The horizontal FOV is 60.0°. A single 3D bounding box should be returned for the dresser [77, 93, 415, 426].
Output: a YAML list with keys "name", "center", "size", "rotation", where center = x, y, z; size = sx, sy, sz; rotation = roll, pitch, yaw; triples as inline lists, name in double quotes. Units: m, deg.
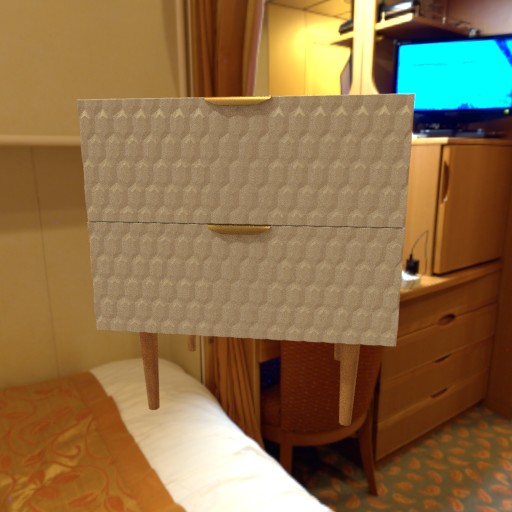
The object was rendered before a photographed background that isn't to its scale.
- name: "dresser"
  center: [0.000, 0.000, 0.904]
  size: [0.503, 0.568, 0.414]
  rotation: [2, 13, 8]
